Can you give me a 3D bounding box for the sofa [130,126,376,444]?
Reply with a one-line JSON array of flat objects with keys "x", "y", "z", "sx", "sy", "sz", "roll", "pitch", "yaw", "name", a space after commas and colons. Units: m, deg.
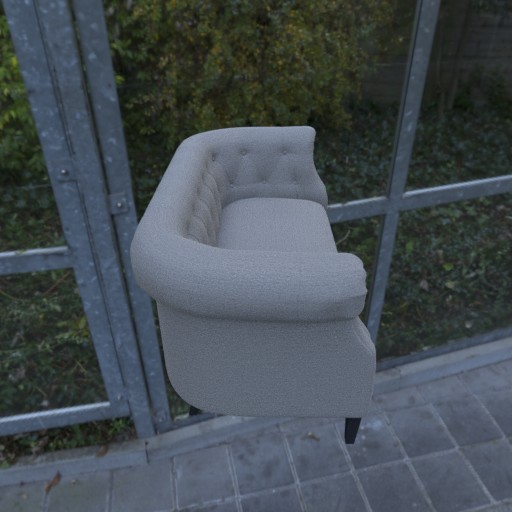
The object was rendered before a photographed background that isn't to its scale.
[{"x": 0.000, "y": 0.000, "z": 2.054, "sx": 0.835, "sy": 0.827, "sz": 1.558, "roll": 0, "pitch": 32, "yaw": 1, "name": "sofa"}]
